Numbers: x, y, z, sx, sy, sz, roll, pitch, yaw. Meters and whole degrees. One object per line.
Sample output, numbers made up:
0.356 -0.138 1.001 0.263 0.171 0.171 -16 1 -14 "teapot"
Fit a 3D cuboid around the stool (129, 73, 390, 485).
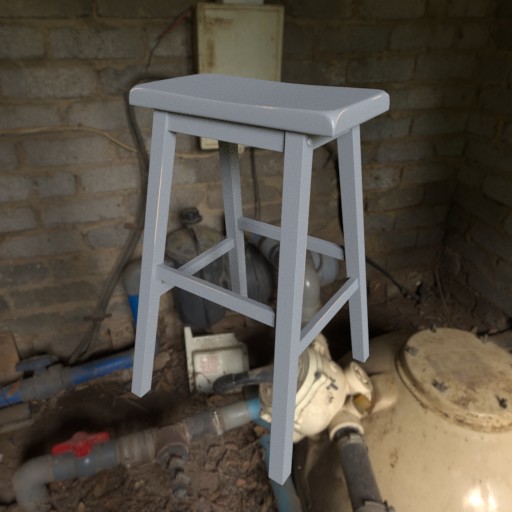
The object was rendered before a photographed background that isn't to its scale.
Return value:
0.000 0.000 1.027 0.457 0.737 0.476 19 34 29 "stool"
